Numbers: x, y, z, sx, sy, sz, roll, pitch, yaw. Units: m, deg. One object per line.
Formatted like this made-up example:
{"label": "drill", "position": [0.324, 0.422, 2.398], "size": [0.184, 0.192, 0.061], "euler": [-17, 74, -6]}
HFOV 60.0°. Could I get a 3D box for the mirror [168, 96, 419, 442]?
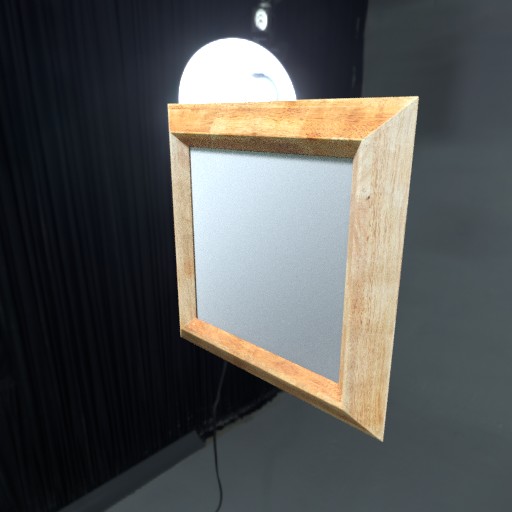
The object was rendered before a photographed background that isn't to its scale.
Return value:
{"label": "mirror", "position": [0.000, 0.000, 0.984], "size": [0.651, 0.651, 0.047], "euler": [16, 23, 41]}
